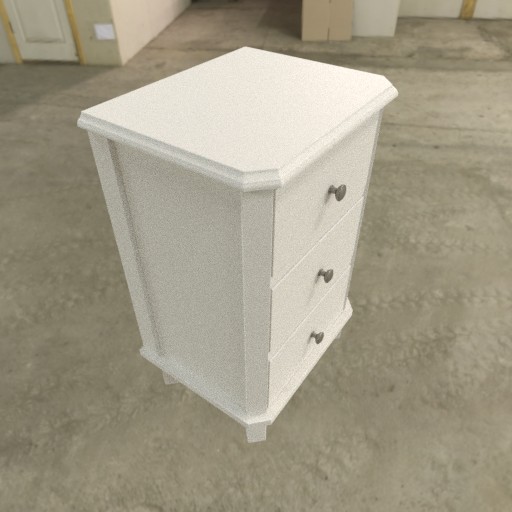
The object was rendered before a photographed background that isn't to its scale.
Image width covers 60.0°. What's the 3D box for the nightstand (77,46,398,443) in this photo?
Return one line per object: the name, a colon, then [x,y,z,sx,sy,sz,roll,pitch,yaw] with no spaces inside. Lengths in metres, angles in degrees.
nightstand: [0.000,0.000,0.934,0.351,0.681,0.435,25,47,26]
